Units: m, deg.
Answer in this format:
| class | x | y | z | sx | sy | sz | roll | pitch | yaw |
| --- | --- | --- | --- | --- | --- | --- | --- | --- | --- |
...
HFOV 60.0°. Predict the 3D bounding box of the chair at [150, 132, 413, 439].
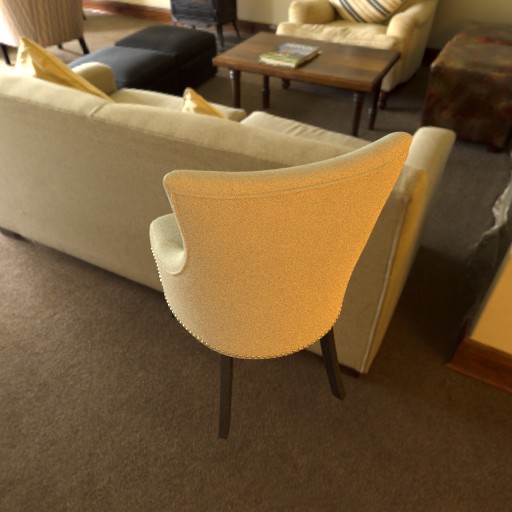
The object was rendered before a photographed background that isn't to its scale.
| class | x | y | z | sx | sy | sz | roll | pitch | yaw |
| --- | --- | --- | --- | --- | --- | --- | --- | --- | --- |
| chair | 0.000 | 0.000 | 1.297 | 0.566 | 0.909 | 0.629 | -13 | 43 | -14 |
